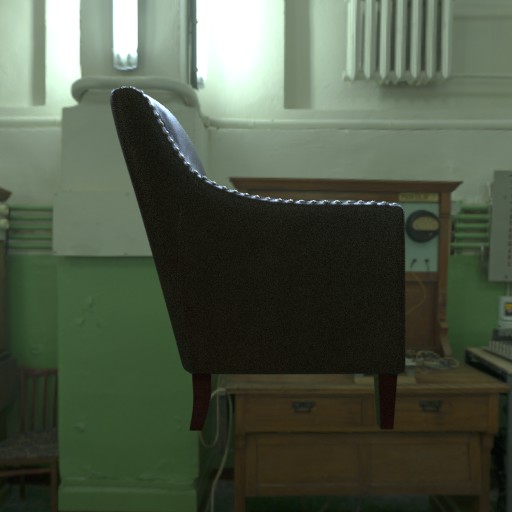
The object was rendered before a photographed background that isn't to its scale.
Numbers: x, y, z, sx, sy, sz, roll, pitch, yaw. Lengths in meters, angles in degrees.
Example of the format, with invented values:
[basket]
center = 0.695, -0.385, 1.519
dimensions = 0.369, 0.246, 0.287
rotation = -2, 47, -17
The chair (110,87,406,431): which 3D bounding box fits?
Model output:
[chair]
center = 0.000, 0.000, 1.329
dimensions = 0.704, 0.813, 0.639
rotation = 0, 1, -1
